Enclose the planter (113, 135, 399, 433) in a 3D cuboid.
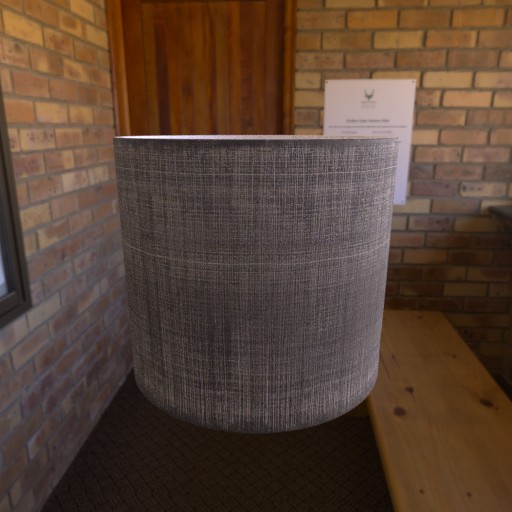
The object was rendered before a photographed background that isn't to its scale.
[{"bbox_3d":[0.000,0.000,0.385,0.221,0.201,0.221,0,16,0],"label":"planter"}]
